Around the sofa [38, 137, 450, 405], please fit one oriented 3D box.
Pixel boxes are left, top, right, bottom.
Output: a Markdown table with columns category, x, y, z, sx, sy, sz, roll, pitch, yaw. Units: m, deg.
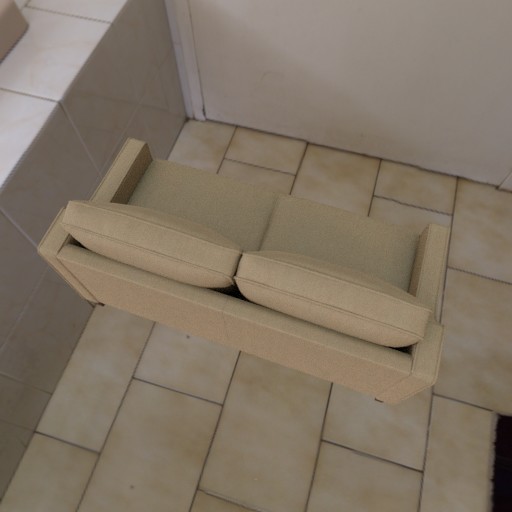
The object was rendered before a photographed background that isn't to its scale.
| category | x | y | z | sx | sy | sz | roll | pitch | yaw |
| --- | --- | --- | --- | --- | --- | --- | --- | --- | --- |
| sofa | 0.000 | 0.000 | 2.800 | 2.178 | 1.071 | 1.066 | 17 | 65 | 8 |
